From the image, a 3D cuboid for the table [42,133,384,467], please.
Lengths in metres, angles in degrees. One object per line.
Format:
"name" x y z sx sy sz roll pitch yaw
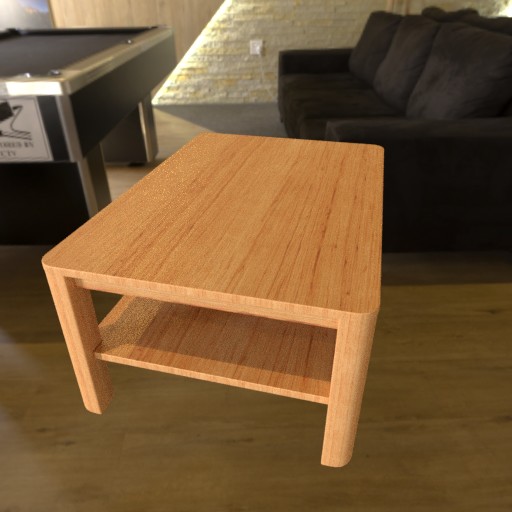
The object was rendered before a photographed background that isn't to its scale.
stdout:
"table" 0.000 0.000 1.367 0.696 0.445 0.997 8 32 12
